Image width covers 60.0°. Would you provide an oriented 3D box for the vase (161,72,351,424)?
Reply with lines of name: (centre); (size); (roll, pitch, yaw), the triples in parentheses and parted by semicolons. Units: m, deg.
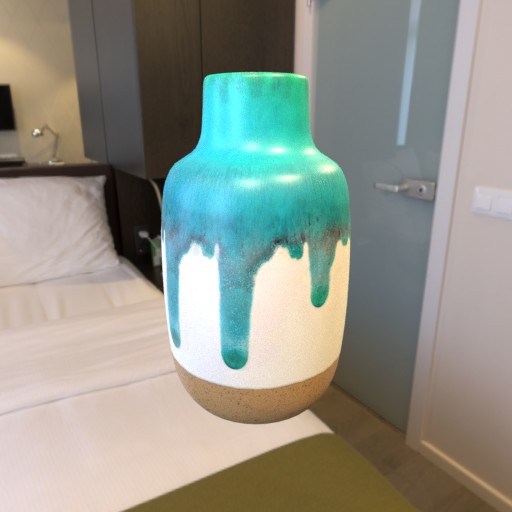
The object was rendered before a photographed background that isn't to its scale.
vase: (0.000, 0.000, 0.254); (0.106, 0.192, 0.106); (0, 18, 0)
